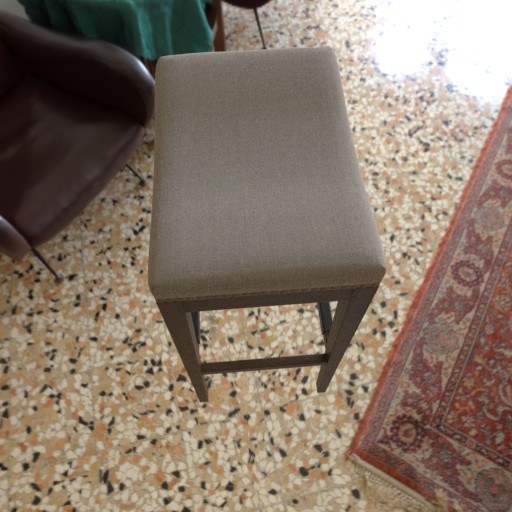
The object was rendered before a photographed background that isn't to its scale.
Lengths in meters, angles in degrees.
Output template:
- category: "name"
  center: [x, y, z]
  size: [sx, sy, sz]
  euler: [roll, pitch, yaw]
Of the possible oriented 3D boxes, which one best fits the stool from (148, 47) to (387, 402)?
- category: "stool"
  center: [0.000, 0.000, 1.037]
  size: [0.356, 0.762, 0.508]
  euler: [-4, 62, -2]
